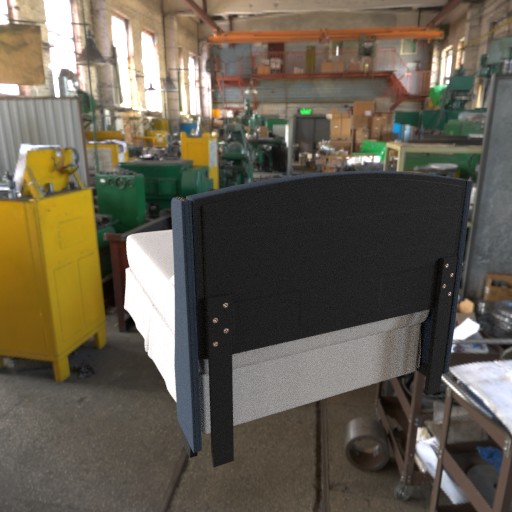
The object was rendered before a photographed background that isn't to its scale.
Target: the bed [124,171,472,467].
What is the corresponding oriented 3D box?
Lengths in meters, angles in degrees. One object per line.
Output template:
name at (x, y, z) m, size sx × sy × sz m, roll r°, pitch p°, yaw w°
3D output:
bed at (0.000, 0.000, 3.283) m, size 1.710 × 1.407 × 2.237 m, roll -8°, pitch 18°, yaw -24°
